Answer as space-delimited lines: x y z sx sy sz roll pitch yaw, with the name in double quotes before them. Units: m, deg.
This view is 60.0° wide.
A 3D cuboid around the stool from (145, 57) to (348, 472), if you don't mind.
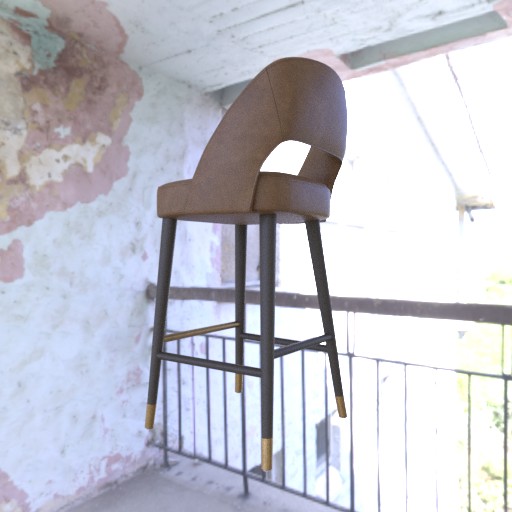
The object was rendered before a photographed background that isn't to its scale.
"stool" 0.000 0.000 1.359 0.509 1.037 0.494 0 0 36
